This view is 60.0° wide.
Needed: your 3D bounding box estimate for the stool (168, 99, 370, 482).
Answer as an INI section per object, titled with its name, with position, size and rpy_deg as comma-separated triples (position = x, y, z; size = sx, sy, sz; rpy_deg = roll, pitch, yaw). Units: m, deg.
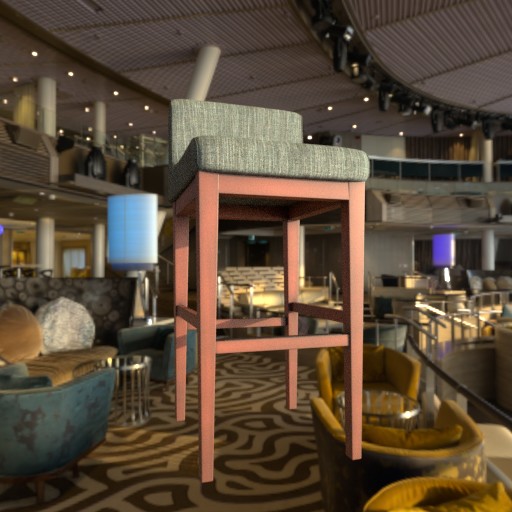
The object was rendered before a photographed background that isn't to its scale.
[stool]
position = 0.000, 0.000, 1.208
size = 0.426, 0.965, 0.499
rpy_deg = 0, -2, -18
